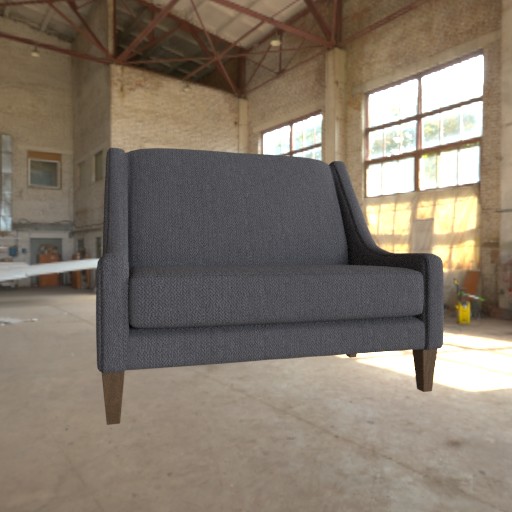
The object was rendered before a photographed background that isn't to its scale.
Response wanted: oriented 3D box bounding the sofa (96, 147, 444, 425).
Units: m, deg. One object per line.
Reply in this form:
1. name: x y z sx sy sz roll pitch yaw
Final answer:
1. sofa: 0.000 0.000 1.872 1.242 1.022 0.873 0 0 -16
